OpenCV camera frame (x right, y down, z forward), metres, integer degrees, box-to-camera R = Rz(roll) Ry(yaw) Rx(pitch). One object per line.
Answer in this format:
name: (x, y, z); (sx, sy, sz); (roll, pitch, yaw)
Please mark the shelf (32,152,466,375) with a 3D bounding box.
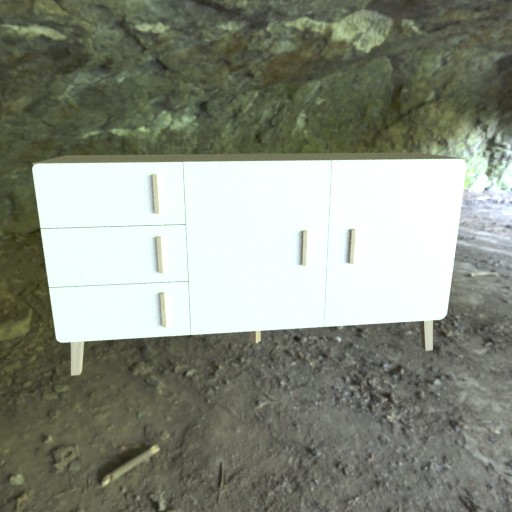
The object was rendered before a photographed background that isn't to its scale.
shelf: (0.000, 0.000, 1.789); (1.490, 0.780, 0.400); (-2, 17, -7)
